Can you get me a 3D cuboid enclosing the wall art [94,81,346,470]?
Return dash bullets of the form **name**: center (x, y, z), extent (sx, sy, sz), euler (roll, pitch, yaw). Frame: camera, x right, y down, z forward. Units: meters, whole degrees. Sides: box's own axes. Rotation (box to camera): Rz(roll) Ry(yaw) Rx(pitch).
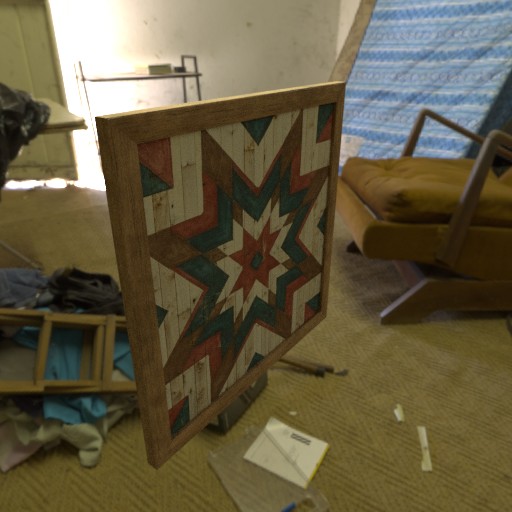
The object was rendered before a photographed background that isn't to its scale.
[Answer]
- **wall art**: center (0.000, 0.000, 1.002), extent (0.029, 0.691, 0.695), euler (19, 32, 33)
